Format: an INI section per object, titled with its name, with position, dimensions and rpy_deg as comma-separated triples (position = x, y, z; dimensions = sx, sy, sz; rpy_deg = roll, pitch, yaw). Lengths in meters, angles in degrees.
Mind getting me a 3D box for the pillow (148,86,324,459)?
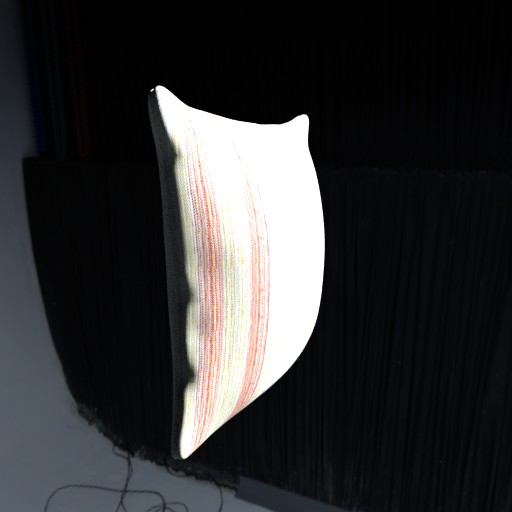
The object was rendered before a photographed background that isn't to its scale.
[pillow]
position = 0.000, 0.000, 0.687
dimensions = 0.191, 0.449, 0.451
rpy_deg = 7, 16, 25
